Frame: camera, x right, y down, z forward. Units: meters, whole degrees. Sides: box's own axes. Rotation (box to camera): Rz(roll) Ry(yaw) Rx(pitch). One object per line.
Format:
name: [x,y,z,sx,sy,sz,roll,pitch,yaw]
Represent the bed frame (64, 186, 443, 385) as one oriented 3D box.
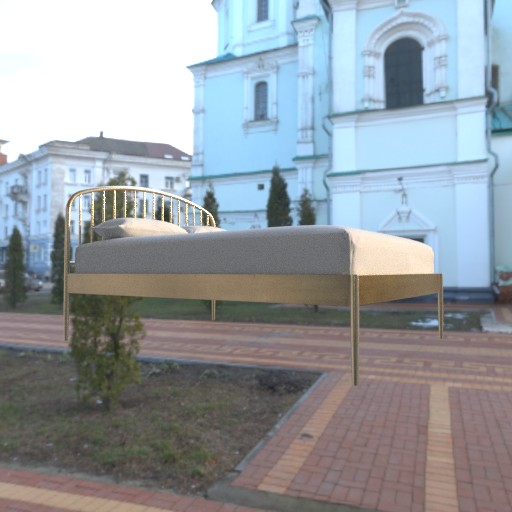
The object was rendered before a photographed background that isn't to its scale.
bed frame: [0.000,0.000,3.139,2.152,1.175,1.612,-1,-2,35]
